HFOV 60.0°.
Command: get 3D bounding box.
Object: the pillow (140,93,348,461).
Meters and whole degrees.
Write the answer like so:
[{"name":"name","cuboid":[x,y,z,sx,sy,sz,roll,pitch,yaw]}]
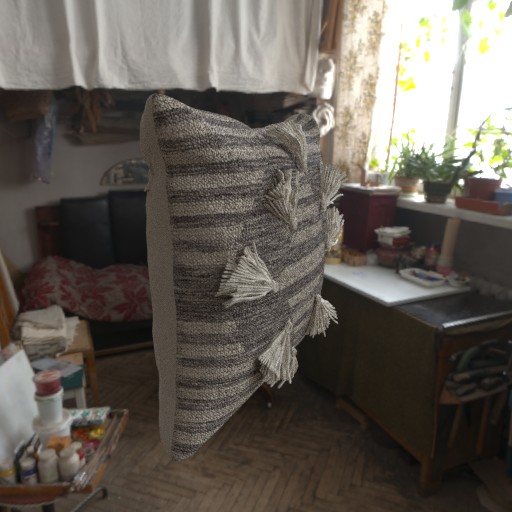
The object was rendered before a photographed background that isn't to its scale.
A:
[{"name":"pillow","cuboid":[0.000,0.000,0.758,0.234,0.490,0.484,8,17,26]}]
